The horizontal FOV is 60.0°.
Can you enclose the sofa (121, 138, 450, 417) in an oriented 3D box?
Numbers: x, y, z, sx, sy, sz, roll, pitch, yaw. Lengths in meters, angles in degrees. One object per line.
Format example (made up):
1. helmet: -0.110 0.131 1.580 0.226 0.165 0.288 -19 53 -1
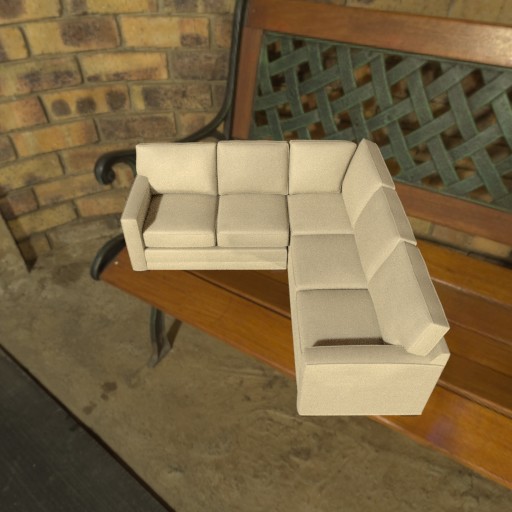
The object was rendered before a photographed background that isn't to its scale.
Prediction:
1. sofa: 0.000 0.000 3.431 2.182 0.939 2.189 0 42 0
